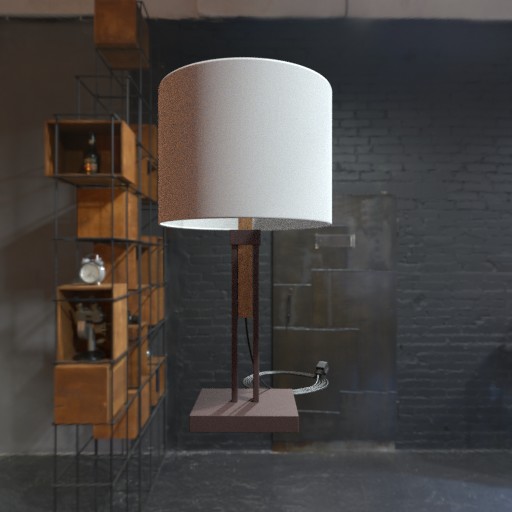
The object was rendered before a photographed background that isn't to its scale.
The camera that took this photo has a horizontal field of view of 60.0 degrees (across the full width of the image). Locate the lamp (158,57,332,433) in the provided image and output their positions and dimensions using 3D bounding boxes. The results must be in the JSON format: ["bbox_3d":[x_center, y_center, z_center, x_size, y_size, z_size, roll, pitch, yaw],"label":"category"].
[{"bbox_3d":[0.000,0.000,1.008,0.396,0.668,0.525,0,0,1],"label":"lamp"}]
